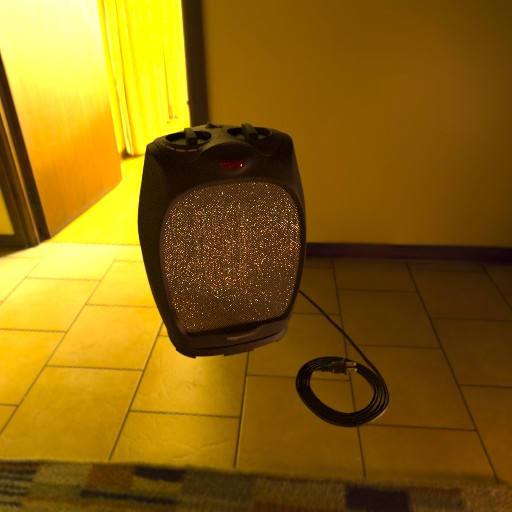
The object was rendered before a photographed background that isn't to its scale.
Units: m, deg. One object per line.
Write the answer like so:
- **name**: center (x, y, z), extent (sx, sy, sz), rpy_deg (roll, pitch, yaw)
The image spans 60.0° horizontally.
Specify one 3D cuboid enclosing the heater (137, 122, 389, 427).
- **heater**: center (0.000, 0.000, 0.480), extent (0.239, 0.255, 0.291), rpy_deg (-9, 32, -14)
